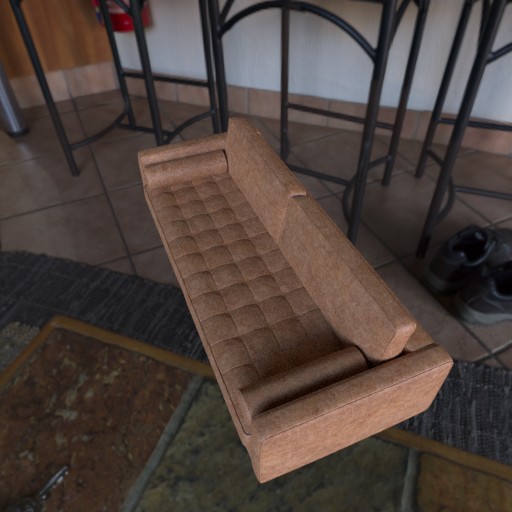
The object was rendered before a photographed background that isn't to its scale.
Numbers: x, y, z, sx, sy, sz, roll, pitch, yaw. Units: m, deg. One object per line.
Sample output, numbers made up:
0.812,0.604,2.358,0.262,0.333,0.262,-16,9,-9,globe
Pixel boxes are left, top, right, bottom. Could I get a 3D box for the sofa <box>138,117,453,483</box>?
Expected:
0.000,0.000,2.581,0.919,0.770,2.200,-16,47,-16,sofa
